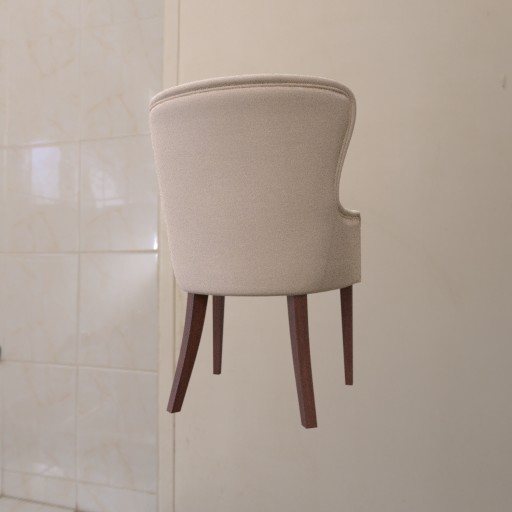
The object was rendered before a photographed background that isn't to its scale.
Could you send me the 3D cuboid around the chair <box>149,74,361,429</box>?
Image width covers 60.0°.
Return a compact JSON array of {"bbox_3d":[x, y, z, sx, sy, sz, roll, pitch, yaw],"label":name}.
[{"bbox_3d":[0.000,0.000,1.520,0.696,0.990,0.744,0,-2,18],"label":"chair"}]
